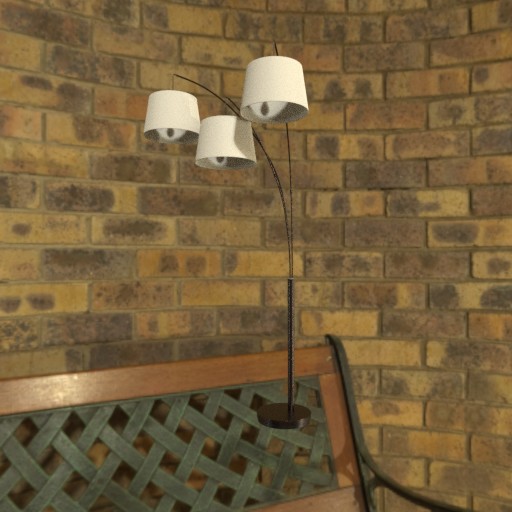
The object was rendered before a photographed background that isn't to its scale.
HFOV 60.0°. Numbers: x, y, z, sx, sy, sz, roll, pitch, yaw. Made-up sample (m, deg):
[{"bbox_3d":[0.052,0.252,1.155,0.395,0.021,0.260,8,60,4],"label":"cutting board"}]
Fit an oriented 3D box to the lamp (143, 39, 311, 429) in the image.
[{"bbox_3d":[0.000,0.000,2.415,0.951,1.950,0.924,-1,-1,37],"label":"lamp"}]
